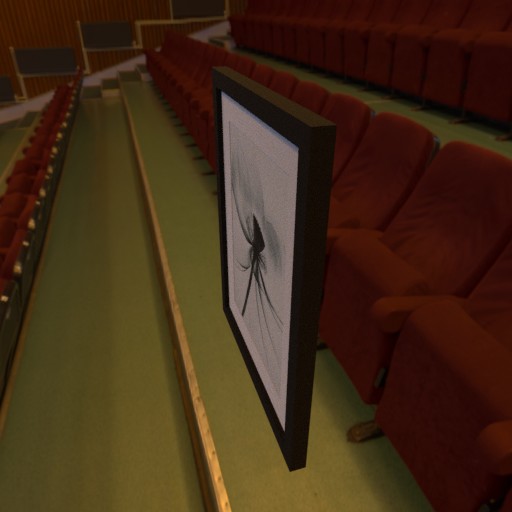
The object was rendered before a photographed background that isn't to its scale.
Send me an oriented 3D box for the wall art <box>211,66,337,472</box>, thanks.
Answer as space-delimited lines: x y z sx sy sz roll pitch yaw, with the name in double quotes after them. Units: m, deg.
0.000 0.000 0.775 0.029 0.559 0.457 -9 32 -15 "wall art"
